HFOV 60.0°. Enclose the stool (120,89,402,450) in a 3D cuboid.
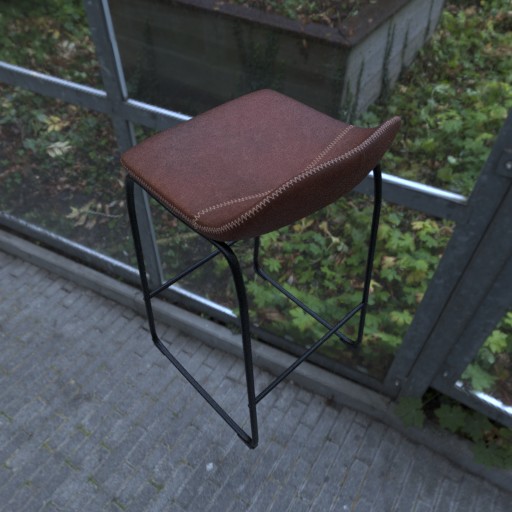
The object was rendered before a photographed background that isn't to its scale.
[{"bbox_3d":[0.000,0.000,1.083,0.454,0.830,0.473,-35,56,-28],"label":"stool"}]
